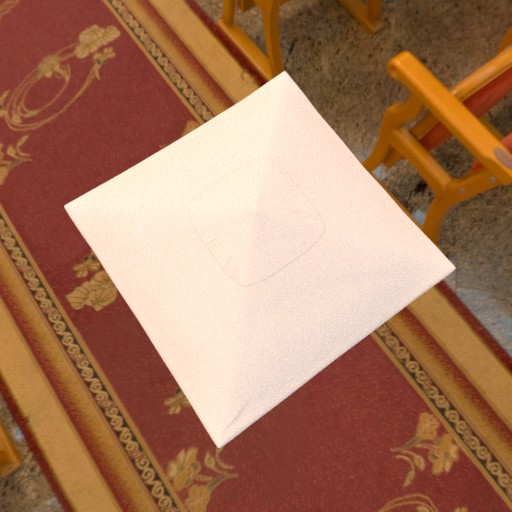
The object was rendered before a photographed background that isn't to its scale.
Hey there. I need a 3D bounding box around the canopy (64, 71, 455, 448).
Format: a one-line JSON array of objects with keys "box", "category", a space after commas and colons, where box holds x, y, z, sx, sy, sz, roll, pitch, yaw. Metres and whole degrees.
[{"box": [0.000, 0.000, 5.390, 2.998, 2.997, 2.996, -34, 77, -9], "category": "canopy"}]
